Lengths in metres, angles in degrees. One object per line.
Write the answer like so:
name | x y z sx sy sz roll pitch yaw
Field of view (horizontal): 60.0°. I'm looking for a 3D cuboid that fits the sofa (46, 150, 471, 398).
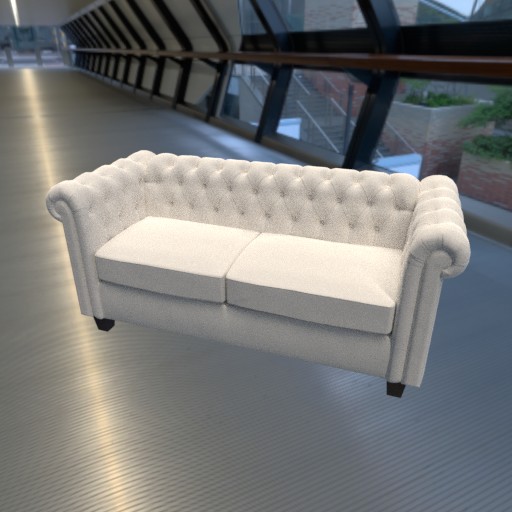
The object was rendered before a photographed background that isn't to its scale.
sofa | 0.000 0.000 2.213 1.798 0.796 0.771 9 27 17
